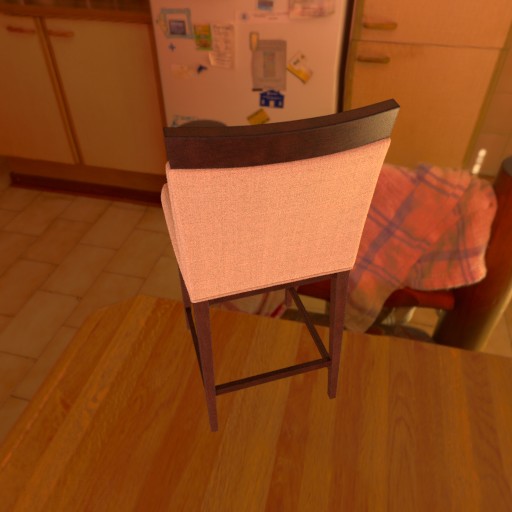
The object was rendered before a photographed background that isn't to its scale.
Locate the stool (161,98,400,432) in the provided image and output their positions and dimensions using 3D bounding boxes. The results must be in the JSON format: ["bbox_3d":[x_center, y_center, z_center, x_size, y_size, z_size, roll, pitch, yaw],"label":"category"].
[{"bbox_3d":[0.000,0.000,1.279,0.463,1.011,0.480,-11,42,-12],"label":"stool"}]
